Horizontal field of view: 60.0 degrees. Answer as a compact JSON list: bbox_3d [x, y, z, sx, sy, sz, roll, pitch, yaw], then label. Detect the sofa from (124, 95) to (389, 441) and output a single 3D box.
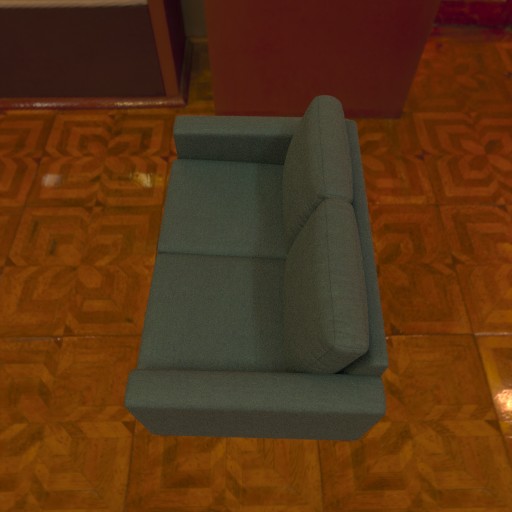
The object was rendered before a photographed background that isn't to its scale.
[{"bbox_3d":[0.000,0.000,2.070,0.955,0.903,1.489,1,58,1],"label":"sofa"}]
